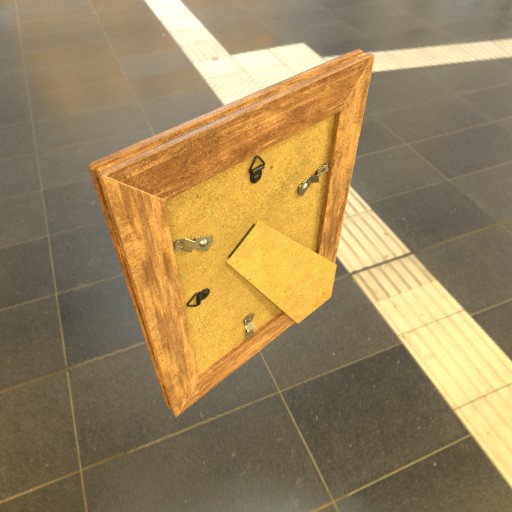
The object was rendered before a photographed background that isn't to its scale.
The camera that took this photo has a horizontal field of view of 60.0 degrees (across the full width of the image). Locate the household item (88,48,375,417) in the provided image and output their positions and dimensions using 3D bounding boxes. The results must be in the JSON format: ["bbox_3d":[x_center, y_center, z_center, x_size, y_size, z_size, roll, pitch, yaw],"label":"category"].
[{"bbox_3d":[0.000,0.000,0.318,0.186,0.237,0.018,-33,55,-28],"label":"household item"}]
